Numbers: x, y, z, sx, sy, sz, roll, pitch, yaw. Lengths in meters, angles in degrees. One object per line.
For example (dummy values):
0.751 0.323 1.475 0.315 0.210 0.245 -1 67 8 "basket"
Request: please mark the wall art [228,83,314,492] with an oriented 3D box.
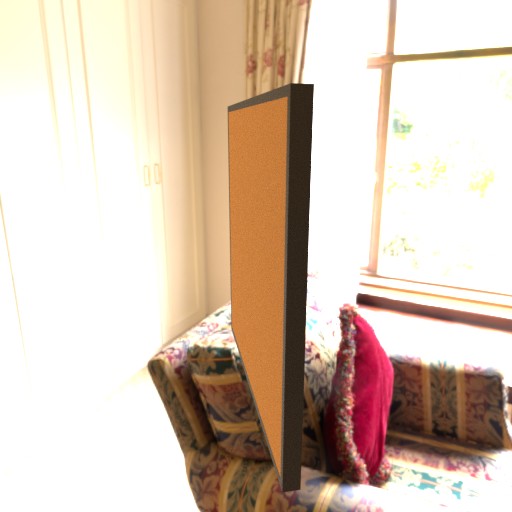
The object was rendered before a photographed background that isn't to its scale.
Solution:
0.000 0.000 1.140 0.038 0.763 0.763 -3 16 -10 "wall art"
